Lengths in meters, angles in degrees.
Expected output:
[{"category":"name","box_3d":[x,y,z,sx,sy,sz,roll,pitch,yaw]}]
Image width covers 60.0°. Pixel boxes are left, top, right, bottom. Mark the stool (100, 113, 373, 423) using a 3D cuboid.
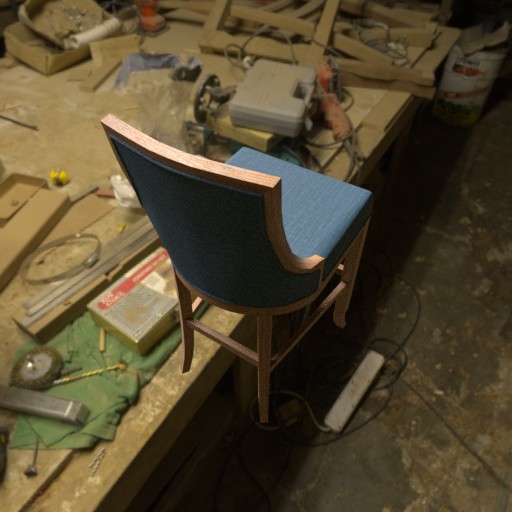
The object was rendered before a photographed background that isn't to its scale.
[{"category":"stool","box_3d":[0.000,0.000,1.430,0.524,1.101,0.626,25,51,22]}]
